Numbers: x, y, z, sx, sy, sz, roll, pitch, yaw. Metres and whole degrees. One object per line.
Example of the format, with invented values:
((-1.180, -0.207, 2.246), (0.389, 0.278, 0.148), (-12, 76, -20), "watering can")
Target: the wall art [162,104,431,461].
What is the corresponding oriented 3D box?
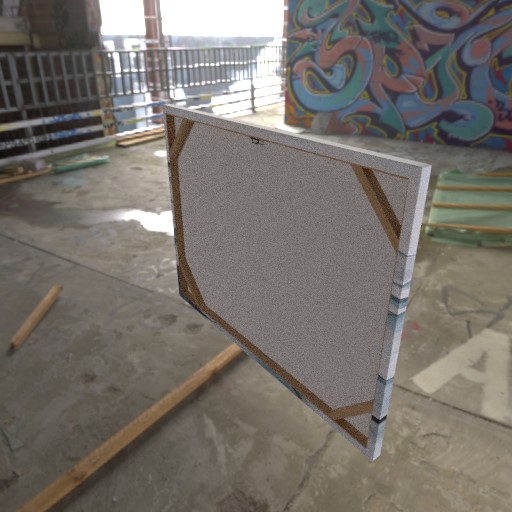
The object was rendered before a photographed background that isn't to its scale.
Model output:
((0.000, 0.000, 1.594), (0.039, 0.915, 1.219), (-19, 32, -33), "wall art")
